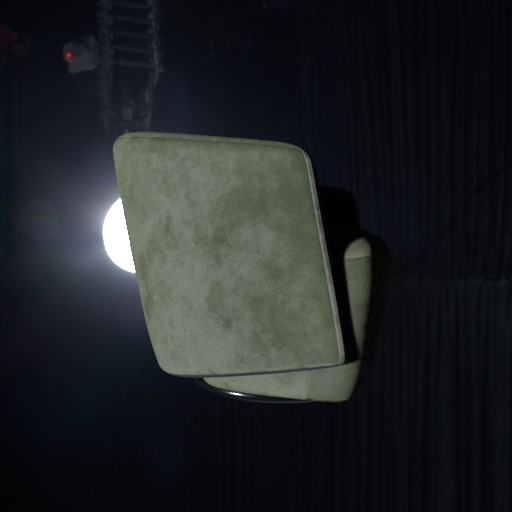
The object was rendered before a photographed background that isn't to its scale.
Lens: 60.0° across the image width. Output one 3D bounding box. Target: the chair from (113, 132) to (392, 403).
[{"bbox_3d":[0.000,0.000,1.324,0.767,0.698,0.773,0,1,19],"label":"chair"}]
